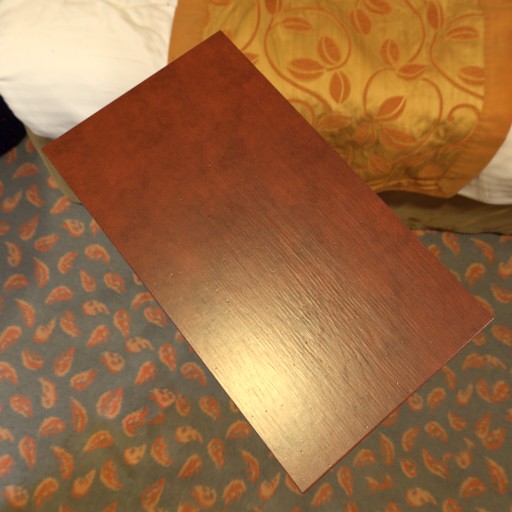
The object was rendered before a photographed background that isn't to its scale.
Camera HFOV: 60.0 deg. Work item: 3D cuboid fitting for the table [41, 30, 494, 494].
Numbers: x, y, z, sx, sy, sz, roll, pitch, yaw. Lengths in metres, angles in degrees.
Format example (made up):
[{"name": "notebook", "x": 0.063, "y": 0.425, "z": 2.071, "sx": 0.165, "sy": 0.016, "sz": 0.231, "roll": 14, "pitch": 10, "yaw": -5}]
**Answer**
[{"name": "table", "x": 0.000, "y": 0.000, "z": 1.203, "sx": 0.533, "sy": 0.456, "sz": 0.943, "roll": -38, "pitch": 78, "yaw": -9}]
